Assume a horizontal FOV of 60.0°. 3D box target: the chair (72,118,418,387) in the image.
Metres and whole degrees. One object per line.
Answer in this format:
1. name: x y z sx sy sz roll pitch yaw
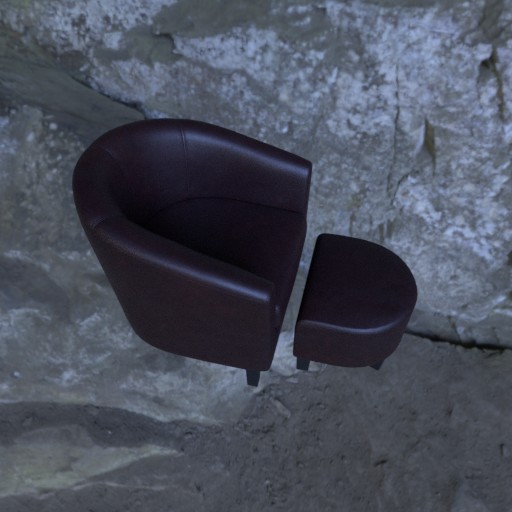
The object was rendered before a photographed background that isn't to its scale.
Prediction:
1. chair: 0.000 0.000 1.634 1.176 0.755 0.737 11 46 10
